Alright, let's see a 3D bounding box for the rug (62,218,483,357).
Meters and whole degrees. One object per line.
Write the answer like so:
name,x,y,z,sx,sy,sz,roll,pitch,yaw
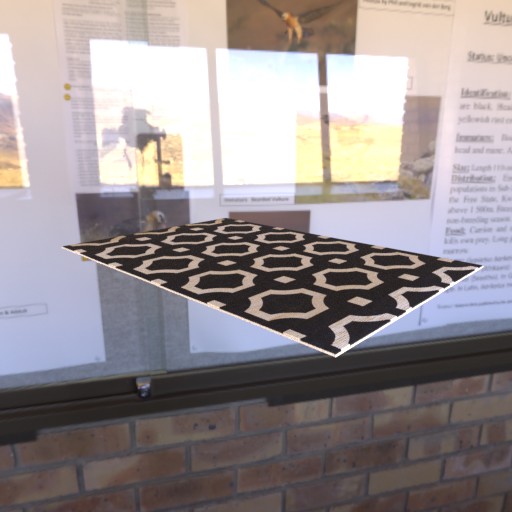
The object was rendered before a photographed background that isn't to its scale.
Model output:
rug,0.000,0.000,2.878,2.286,0.016,1.555,14,21,42
